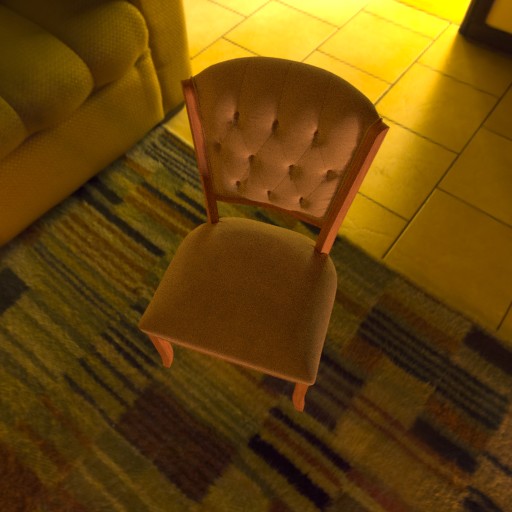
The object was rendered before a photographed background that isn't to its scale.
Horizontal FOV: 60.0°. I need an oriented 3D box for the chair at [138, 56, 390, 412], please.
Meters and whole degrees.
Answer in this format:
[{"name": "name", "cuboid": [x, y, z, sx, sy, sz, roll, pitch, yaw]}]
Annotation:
[{"name": "chair", "cuboid": [0.000, 0.000, 1.280, 0.513, 0.905, 0.584, 16, 61, 9]}]
